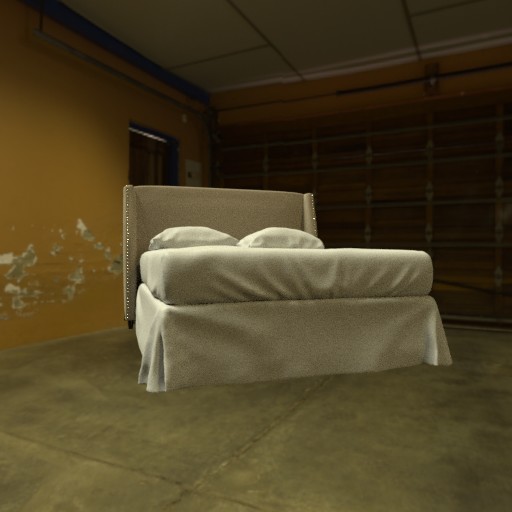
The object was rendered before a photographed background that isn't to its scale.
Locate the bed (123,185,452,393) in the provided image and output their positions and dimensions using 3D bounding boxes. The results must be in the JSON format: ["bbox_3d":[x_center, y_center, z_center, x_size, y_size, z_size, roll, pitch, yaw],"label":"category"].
[{"bbox_3d":[0.000,0.000,3.413,1.925,1.332,2.276,0,0,-18],"label":"bed"}]
